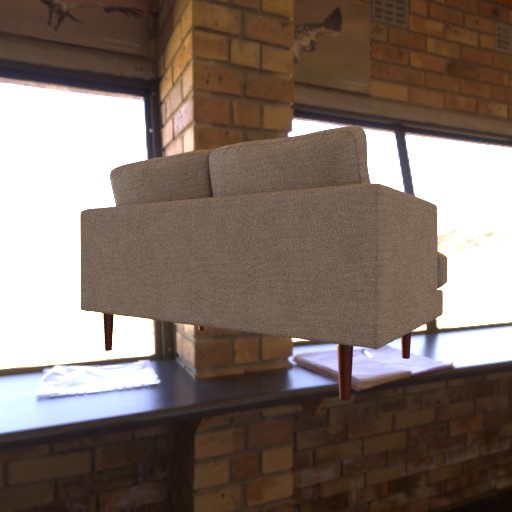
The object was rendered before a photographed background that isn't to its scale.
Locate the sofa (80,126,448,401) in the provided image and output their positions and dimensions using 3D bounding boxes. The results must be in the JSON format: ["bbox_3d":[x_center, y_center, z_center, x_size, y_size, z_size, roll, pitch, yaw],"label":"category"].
[{"bbox_3d":[0.000,0.000,2.150,1.582,0.944,0.903,0,1,35],"label":"sofa"}]
